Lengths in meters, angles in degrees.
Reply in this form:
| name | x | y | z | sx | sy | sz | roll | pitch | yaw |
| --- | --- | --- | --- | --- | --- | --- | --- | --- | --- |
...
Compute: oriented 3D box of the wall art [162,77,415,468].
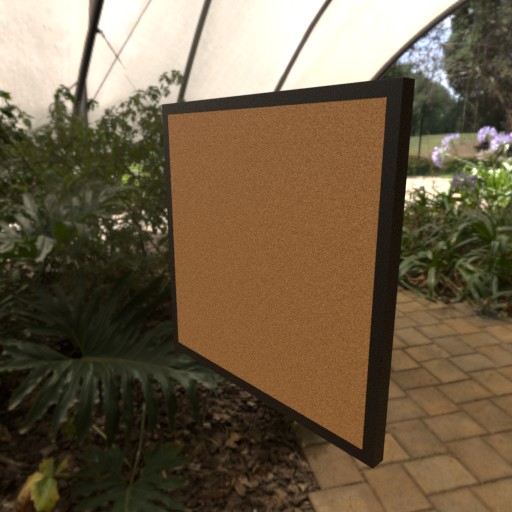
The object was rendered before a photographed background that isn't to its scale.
| name | x | y | z | sx | sy | sz | roll | pitch | yaw |
| --- | --- | --- | --- | --- | --- | --- | --- | --- | --- |
| wall art | 0.000 | 0.000 | 1.110 | 0.038 | 0.762 | 0.762 | -13 | 19 | -41 |
